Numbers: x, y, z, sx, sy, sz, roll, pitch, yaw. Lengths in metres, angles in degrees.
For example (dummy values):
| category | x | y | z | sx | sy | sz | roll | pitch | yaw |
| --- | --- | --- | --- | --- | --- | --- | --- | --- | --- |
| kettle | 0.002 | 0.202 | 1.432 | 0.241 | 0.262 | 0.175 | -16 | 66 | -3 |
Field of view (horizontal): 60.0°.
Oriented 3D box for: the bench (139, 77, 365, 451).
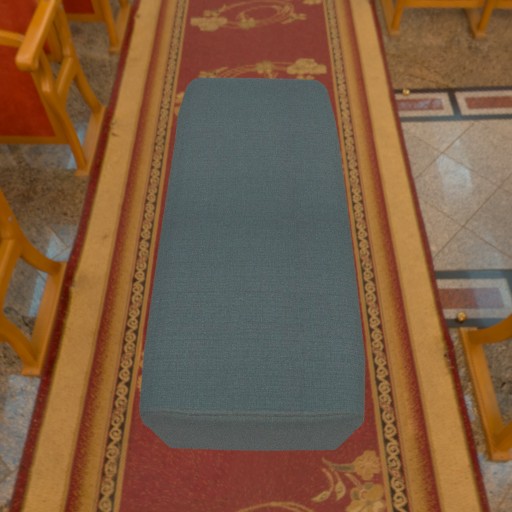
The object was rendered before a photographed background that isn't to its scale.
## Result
| category | x | y | z | sx | sy | sz | roll | pitch | yaw |
| --- | --- | --- | --- | --- | --- | --- | --- | --- | --- |
| bench | 0.000 | 0.000 | 1.256 | 0.476 | 0.474 | 0.995 | 1 | 58 | 0 |
